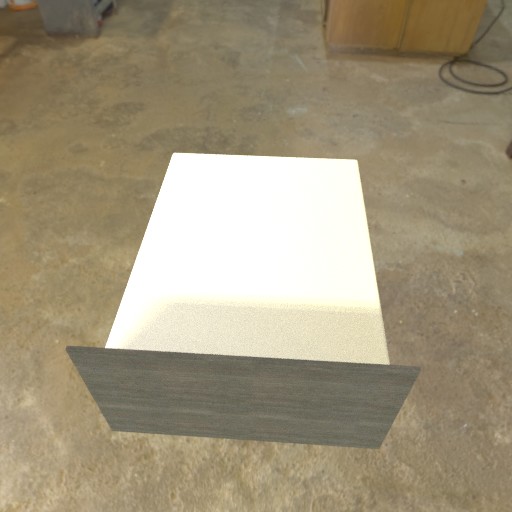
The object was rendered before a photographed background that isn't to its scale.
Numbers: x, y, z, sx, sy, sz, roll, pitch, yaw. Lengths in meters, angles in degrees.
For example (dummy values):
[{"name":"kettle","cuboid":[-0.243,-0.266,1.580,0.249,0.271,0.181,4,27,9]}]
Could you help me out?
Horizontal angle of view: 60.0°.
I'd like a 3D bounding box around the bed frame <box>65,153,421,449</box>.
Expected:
[{"name":"bed frame","cuboid":[0.000,0.000,2.683,1.400,0.800,1.900,3,46,3]}]
